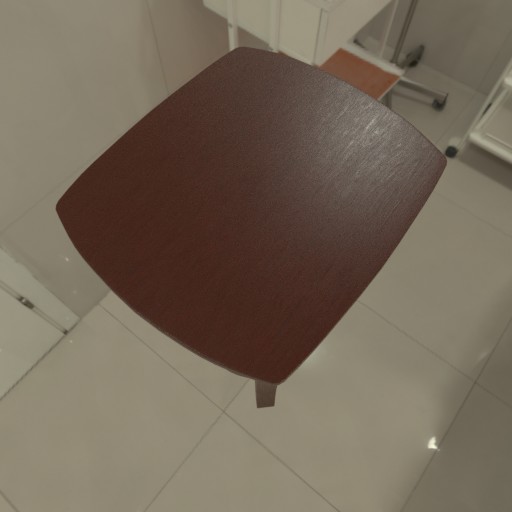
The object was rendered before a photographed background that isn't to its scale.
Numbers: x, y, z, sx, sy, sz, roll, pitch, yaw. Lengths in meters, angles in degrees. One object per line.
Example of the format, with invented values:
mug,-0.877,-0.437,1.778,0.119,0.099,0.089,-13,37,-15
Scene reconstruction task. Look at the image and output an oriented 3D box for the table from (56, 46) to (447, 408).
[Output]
table,0.000,0.000,0.868,0.433,0.496,0.502,36,69,16
